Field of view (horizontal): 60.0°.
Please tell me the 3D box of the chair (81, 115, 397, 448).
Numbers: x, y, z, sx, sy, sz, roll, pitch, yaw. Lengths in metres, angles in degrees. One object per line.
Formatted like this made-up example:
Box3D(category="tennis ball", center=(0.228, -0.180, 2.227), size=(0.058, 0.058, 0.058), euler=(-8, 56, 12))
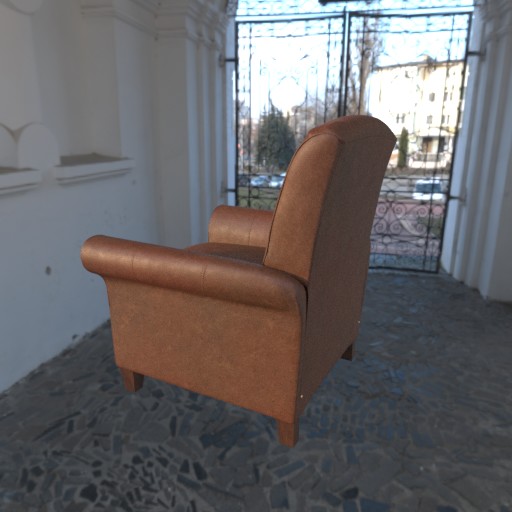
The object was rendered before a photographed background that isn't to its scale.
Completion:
Box3D(category="chair", center=(0.000, 0.000, 1.778), size=(0.902, 1.061, 0.978), euler=(8, 17, 27))
